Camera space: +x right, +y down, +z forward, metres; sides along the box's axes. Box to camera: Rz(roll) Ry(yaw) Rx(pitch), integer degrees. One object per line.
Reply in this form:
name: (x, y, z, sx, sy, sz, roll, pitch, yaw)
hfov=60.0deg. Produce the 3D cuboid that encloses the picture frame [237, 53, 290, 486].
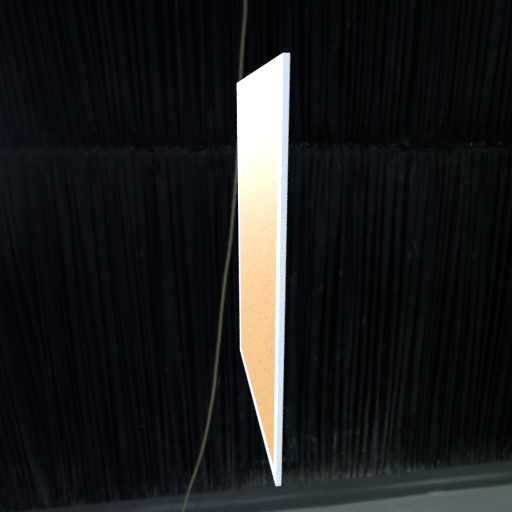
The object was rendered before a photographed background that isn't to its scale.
picture frame: (0.000, 0.000, 1.222, 0.013, 0.940, 0.659, -3, 17, -9)
